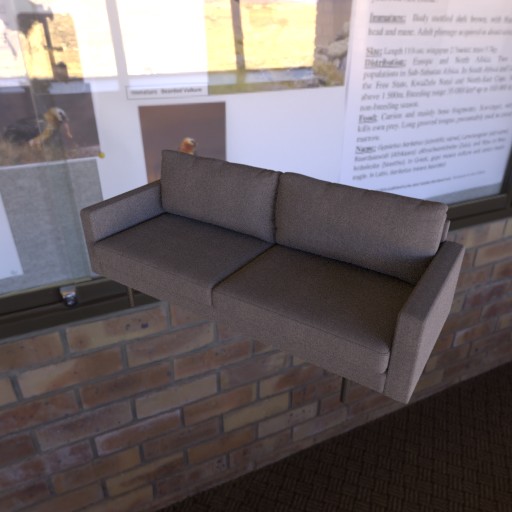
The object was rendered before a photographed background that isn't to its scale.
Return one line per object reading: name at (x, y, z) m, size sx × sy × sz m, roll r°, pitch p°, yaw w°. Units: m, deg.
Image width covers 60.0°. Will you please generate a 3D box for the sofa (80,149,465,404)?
sofa at (0.000, 0.000, 2.617) m, size 2.100 × 0.880 × 0.880 m, roll 17°, pitch 33°, yaw 29°
